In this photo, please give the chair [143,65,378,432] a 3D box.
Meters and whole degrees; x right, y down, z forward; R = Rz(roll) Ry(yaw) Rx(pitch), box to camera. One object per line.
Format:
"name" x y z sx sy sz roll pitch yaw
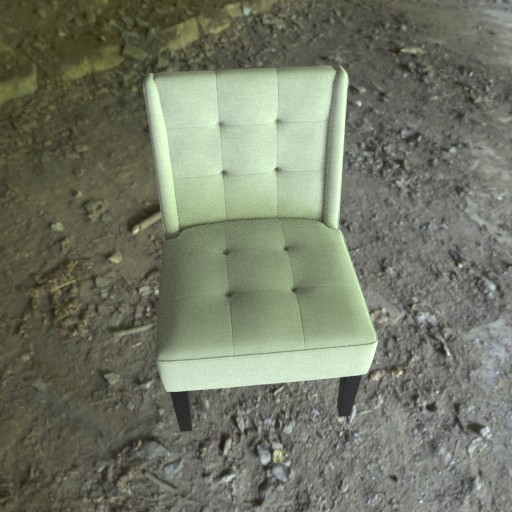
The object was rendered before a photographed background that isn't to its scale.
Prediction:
"chair" 0.000 0.000 1.310 0.569 0.853 0.676 -4 46 -4
